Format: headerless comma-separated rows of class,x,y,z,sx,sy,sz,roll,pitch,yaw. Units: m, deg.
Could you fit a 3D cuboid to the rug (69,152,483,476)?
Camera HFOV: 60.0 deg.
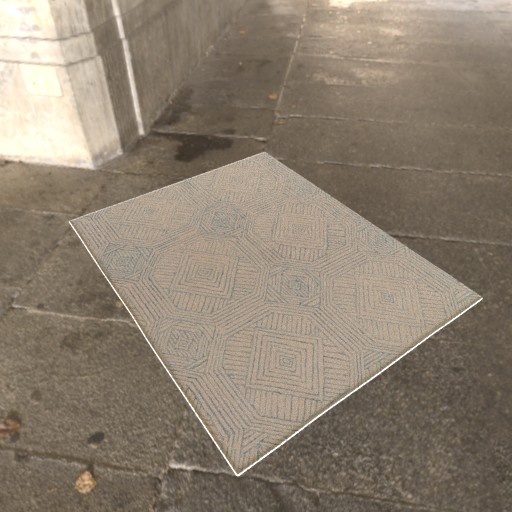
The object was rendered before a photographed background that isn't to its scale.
rug,0.000,0.000,4.068,2.457,0.015,3.049,-25,48,-26
